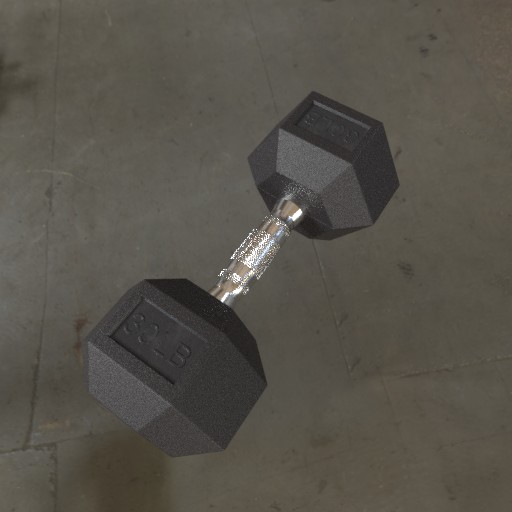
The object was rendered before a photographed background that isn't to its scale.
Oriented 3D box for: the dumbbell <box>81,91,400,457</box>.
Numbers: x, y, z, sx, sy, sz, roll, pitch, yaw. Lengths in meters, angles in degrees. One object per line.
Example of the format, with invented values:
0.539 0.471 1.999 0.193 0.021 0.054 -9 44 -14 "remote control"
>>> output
0.000 0.000 0.393 0.142 0.123 0.337 31 66 16 "dumbbell"
